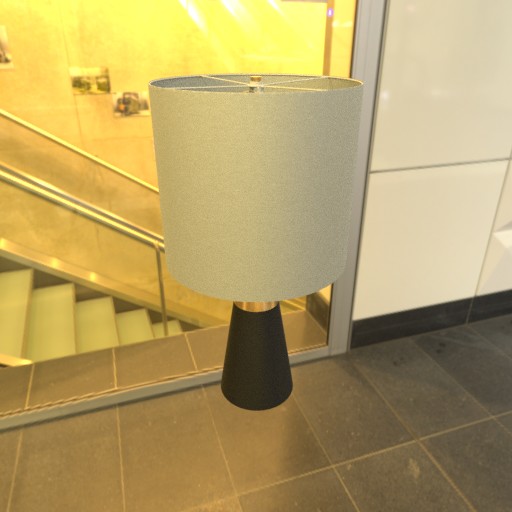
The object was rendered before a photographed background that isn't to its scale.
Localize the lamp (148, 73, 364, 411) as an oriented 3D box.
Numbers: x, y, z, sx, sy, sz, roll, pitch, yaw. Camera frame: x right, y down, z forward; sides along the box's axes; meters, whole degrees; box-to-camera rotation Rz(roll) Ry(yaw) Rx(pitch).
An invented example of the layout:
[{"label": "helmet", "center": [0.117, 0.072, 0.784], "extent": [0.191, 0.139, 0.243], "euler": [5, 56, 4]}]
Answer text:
[{"label": "lamp", "center": [0.000, 0.000, 0.771], "extent": [0.308, 0.580, 0.308], "euler": [-19, 32, -33]}]
